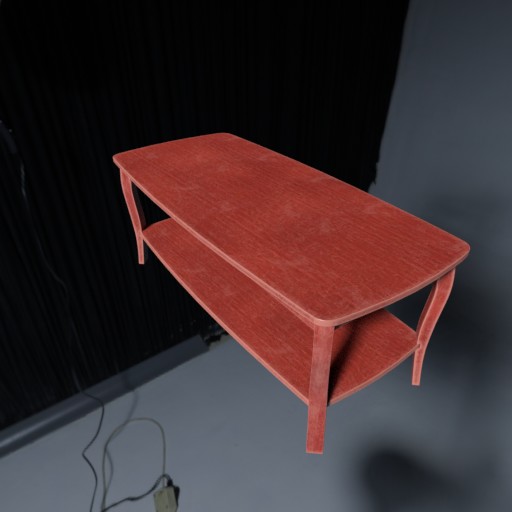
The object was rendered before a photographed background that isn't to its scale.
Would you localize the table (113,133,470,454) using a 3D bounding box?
[{"bbox_3d":[0.000,0.000,1.508,0.561,0.473,1.216,-21,38,-29],"label":"table"}]
